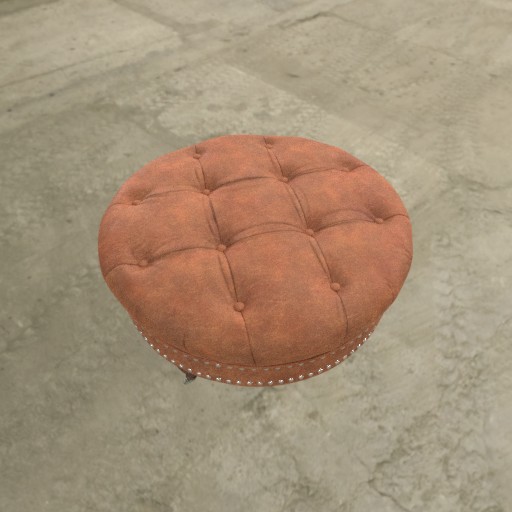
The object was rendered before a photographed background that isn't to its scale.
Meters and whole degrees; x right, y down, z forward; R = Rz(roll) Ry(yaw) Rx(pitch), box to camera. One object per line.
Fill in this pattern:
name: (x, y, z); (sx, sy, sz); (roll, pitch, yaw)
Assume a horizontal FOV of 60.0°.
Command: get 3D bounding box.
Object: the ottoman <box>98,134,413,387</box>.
ottoman: (0.000, 0.000, 1.408); (0.901, 0.444, 0.901); (0, 47, 0)
